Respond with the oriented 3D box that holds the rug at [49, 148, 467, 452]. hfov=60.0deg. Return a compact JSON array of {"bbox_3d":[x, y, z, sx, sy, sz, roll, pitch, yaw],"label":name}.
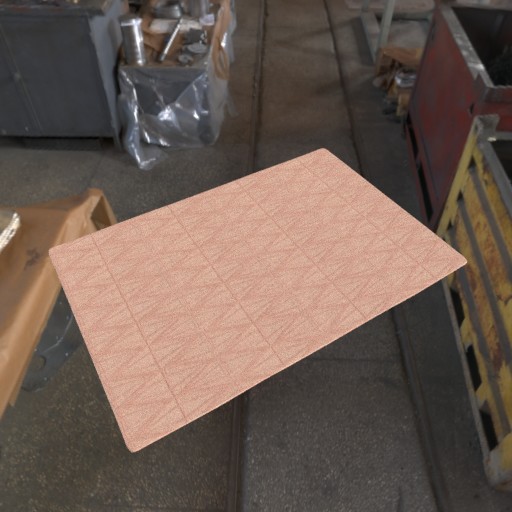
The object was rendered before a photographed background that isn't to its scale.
[{"bbox_3d":[0.000,0.000,3.013,2.390,0.015,1.609,-24,51,-21],"label":"rug"}]
